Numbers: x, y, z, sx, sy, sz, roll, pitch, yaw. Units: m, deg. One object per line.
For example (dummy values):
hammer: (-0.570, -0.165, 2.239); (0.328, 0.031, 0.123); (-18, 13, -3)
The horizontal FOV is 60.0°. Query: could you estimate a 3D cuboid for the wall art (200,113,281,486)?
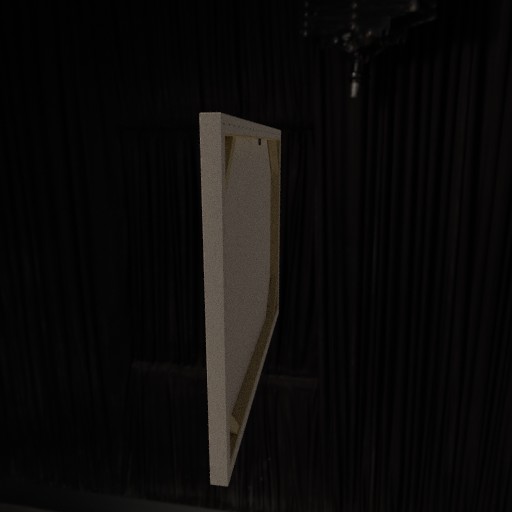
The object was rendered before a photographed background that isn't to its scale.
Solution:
wall art: (0.000, 0.000, 1.344); (0.038, 0.762, 1.016); (2, 14, 9)
